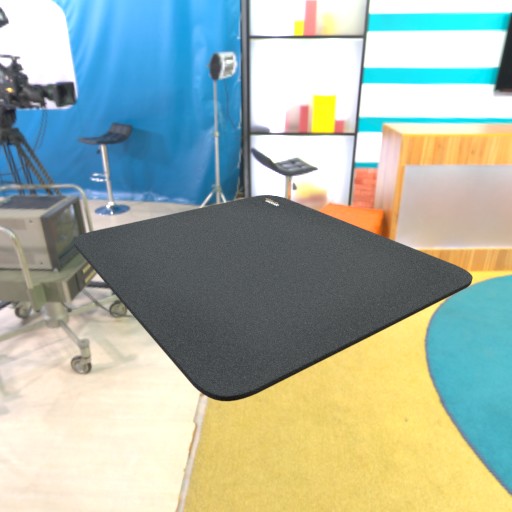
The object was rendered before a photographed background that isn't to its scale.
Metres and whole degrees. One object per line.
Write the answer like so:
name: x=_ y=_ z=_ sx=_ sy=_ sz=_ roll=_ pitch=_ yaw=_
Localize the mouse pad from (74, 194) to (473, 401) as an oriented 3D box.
mouse pad: x=0.000 y=0.000 z=0.321 sx=0.203 sy=0.003 sz=0.229 roll=-17 pitch=30 yaw=-32
